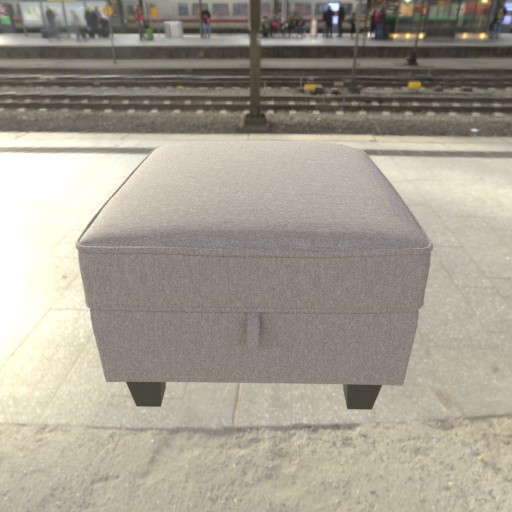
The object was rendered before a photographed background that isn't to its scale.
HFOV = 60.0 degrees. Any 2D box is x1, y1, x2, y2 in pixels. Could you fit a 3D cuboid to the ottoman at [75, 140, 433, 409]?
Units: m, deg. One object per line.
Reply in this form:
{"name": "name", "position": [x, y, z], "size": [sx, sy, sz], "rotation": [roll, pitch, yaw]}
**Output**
{"name": "ottoman", "position": [0.000, 0.000, 1.396], "size": [0.808, 0.612, 0.871], "rotation": [0, 28, 1]}
